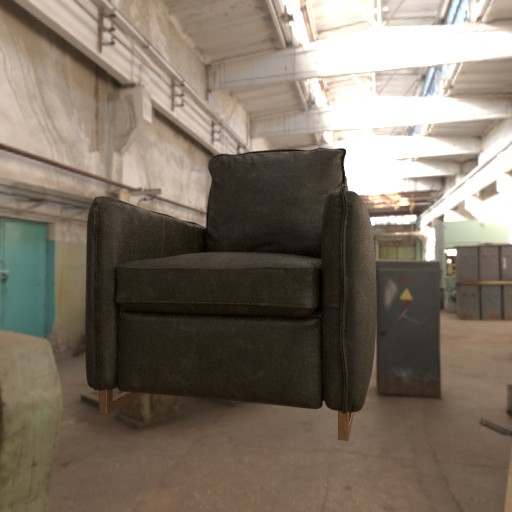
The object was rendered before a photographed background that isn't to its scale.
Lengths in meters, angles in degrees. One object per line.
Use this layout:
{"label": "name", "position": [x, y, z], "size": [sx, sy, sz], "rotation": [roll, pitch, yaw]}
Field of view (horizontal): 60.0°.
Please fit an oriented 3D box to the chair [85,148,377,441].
{"label": "chair", "position": [0.000, 0.000, 1.580], "size": [0.830, 0.921, 0.921], "rotation": [0, -1, 16]}
